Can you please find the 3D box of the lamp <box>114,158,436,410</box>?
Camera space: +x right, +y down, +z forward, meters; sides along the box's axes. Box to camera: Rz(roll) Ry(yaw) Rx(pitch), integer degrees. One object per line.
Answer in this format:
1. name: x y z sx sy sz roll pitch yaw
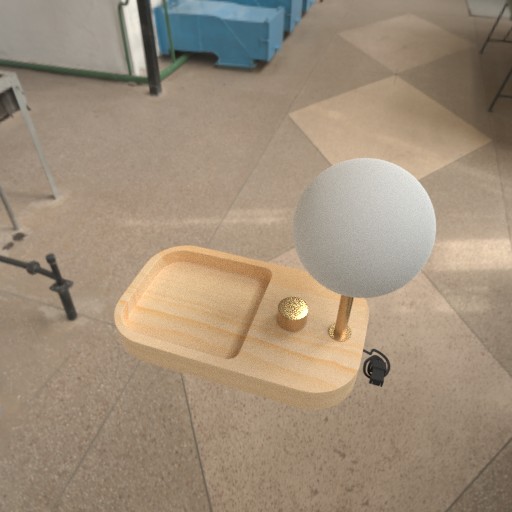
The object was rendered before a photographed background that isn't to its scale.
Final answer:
1. lamp: 0.000 0.000 0.470 0.331 0.253 0.173 13 44 13
